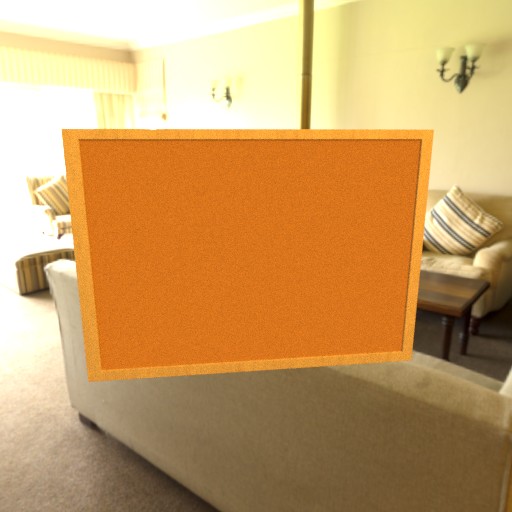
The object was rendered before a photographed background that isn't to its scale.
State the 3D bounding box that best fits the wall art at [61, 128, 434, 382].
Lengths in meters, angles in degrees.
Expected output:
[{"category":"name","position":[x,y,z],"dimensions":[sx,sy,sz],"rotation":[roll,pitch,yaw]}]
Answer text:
[{"category":"wall art","position":[0.000,0.000,0.692],"dimensions":[0.532,0.380,0.032],"rotation":[-2,15,-7]}]
